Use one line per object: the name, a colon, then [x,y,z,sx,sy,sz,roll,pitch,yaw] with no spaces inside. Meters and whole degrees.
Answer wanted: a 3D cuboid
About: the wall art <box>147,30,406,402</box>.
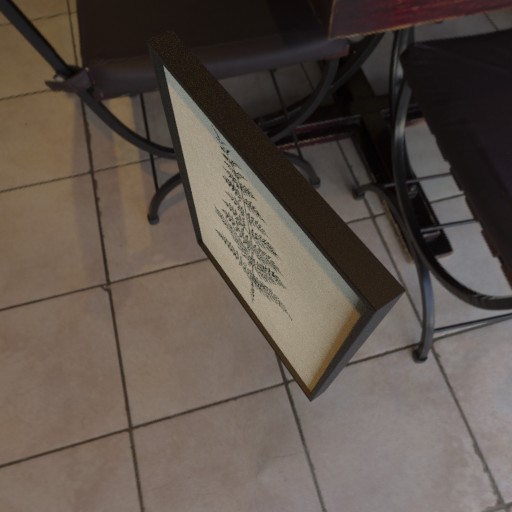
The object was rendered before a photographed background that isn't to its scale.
wall art: [0.000,0.000,0.746,0.039,0.555,0.449,-31,68,-15]
